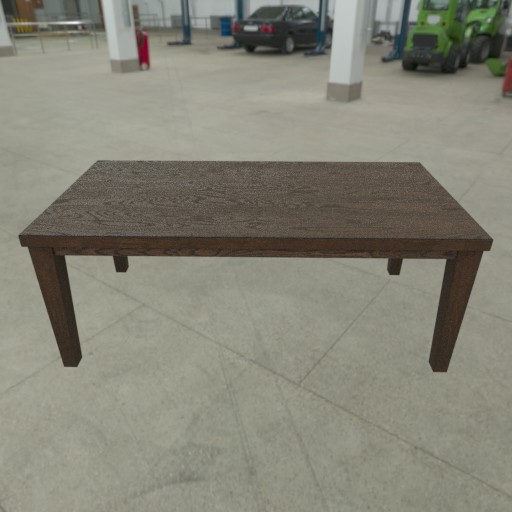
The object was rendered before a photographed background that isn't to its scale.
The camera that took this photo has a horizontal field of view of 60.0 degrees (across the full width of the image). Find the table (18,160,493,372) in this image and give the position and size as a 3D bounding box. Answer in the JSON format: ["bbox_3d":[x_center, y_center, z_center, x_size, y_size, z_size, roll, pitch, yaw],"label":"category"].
[{"bbox_3d":[0.000,0.000,2.471,1.981,0.762,1.016,1,30,1],"label":"table"}]
